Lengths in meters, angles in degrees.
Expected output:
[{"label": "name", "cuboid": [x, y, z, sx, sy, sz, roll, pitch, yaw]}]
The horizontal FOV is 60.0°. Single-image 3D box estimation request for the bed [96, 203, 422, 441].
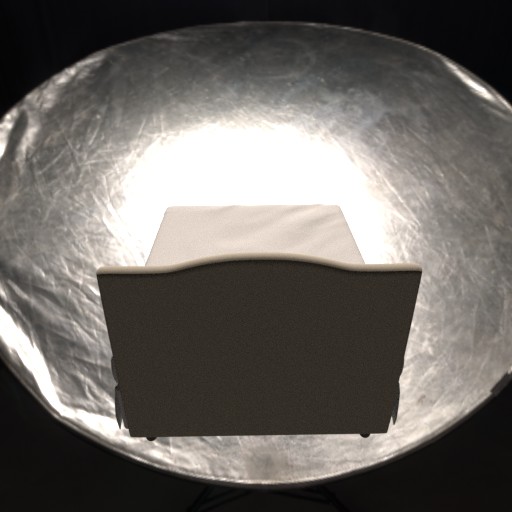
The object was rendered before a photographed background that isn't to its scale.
[{"label": "bed", "cuboid": [0.000, 0.000, 3.661, 1.977, 1.437, 2.477, -1, 31, -1]}]
